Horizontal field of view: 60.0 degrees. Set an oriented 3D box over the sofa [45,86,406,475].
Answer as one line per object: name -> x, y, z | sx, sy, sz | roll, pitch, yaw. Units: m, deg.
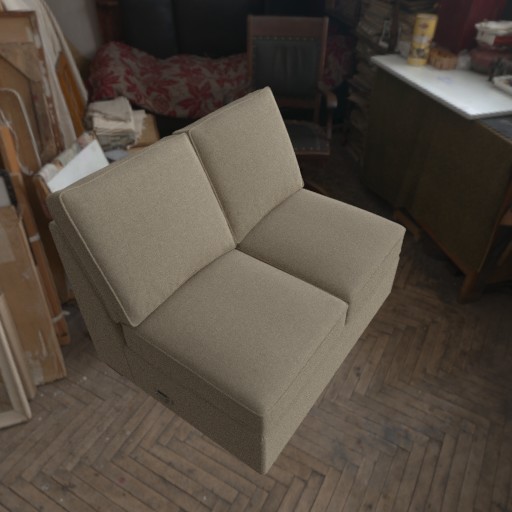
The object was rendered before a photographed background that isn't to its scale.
sofa -> 0.000, 0.000, 1.948 | 0.951, 1.008, 1.237 | 25, 46, 26
